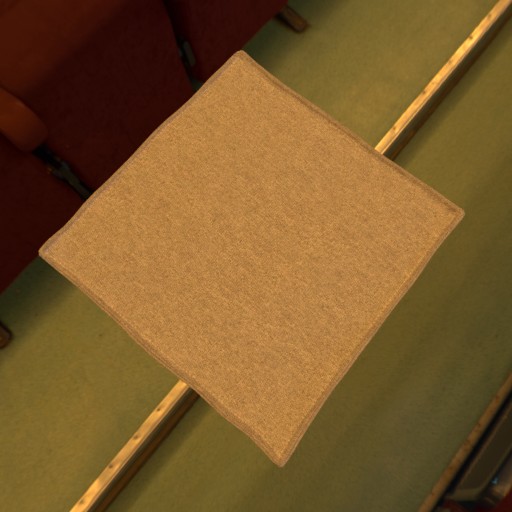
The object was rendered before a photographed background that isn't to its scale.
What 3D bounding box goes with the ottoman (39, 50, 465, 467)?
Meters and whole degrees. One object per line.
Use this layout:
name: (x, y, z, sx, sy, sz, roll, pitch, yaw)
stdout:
ottoman: (0.000, 0.000, 1.165, 0.696, 0.470, 0.707, 38, 79, 9)
